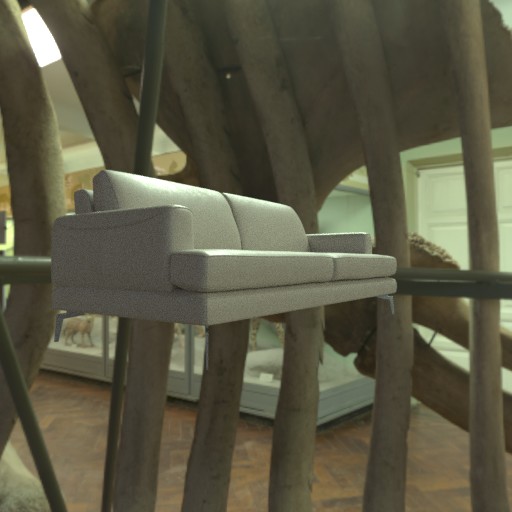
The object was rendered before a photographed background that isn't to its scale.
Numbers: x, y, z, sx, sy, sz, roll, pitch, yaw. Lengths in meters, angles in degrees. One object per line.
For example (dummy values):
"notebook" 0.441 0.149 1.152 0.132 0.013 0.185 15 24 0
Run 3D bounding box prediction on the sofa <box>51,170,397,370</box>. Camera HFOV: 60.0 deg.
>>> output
"sofa" 0.000 0.000 2.466 0.974 0.765 1.940 -1 -1 35
